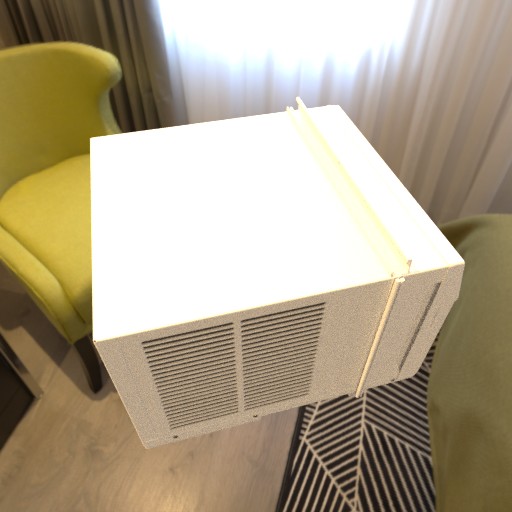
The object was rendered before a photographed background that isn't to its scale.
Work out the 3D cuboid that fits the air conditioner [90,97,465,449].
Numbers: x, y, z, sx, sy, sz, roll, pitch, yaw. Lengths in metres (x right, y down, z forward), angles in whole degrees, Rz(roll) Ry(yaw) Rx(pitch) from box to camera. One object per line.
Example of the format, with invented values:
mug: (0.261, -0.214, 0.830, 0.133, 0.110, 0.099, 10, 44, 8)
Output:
air conditioner: (0.000, 0.000, 0.872, 0.546, 0.388, 0.503, -11, 47, -10)
